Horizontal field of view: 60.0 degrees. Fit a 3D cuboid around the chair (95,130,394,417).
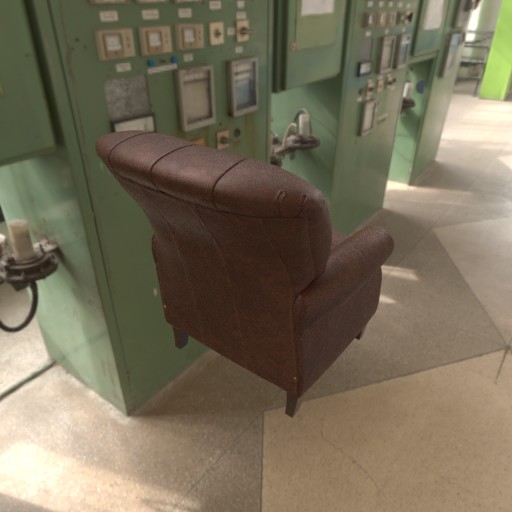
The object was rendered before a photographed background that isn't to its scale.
[{"bbox_3d":[0.000,0.000,1.961,0.979,1.162,1.031,22,37,32],"label":"chair"}]
